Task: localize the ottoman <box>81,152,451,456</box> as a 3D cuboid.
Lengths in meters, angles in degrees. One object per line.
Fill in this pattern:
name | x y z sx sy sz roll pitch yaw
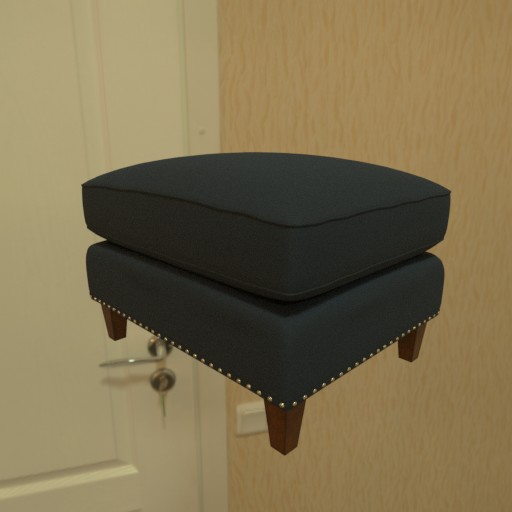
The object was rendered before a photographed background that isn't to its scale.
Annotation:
ottoman | 0.000 0.000 1.131 0.584 0.513 0.741 -15 21 -42
